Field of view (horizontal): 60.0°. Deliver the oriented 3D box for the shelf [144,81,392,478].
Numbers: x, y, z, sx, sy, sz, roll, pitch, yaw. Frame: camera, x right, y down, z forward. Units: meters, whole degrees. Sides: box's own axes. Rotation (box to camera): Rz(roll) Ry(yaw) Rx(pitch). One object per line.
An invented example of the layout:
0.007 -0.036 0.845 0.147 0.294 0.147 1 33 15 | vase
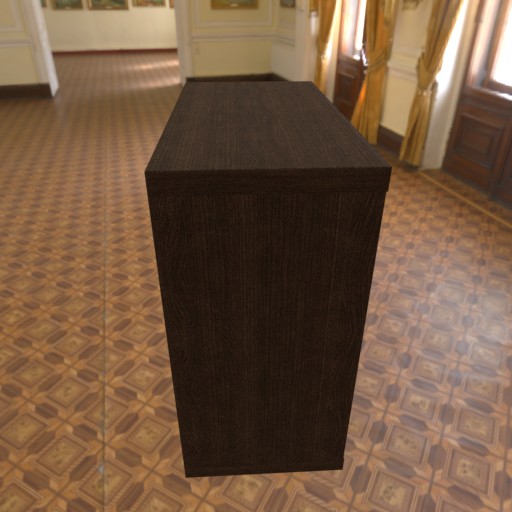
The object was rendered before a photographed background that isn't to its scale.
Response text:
0.000 0.000 1.235 0.390 0.786 0.790 -2 31 -3 | shelf
